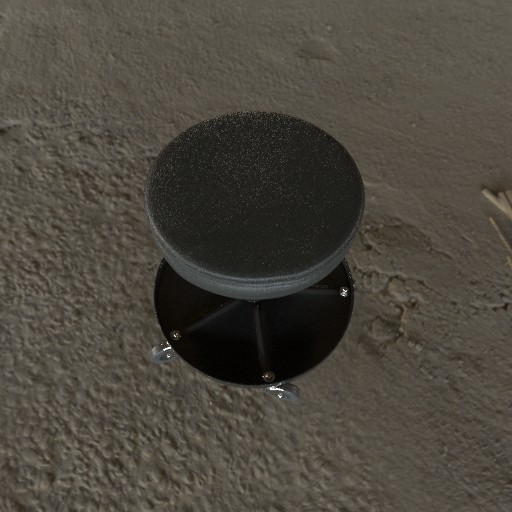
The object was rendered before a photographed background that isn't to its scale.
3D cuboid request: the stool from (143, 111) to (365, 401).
[{"bbox_3d":[0.000,0.000,0.702,0.381,0.365,0.382,-2,60,-1],"label":"stool"}]
